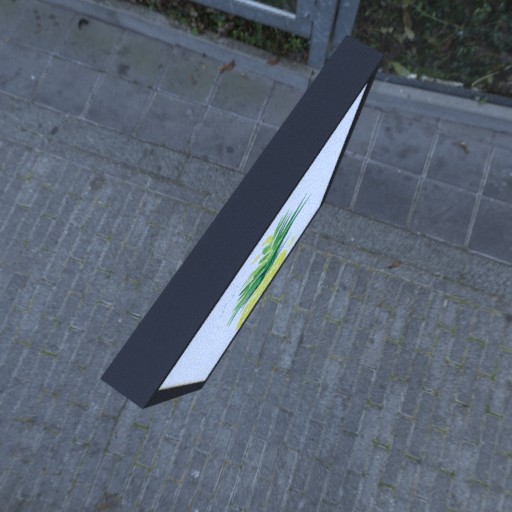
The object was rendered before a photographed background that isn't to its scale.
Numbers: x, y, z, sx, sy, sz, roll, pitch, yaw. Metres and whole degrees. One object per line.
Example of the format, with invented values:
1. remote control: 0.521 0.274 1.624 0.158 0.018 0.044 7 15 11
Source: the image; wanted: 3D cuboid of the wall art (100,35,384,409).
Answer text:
1. wall art: 0.000 0.000 0.454 0.033 0.304 0.305 32 78 8
